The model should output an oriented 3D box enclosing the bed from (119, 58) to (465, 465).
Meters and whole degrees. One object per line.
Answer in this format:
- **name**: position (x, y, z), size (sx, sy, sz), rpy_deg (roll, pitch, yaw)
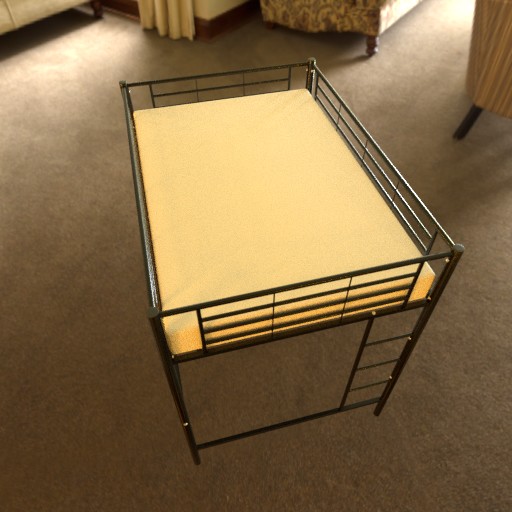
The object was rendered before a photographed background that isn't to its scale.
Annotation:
- **bed**: position (0.000, 0.000, 3.140), size (1.397, 1.803, 1.994), rpy_deg (-11, 49, -10)
